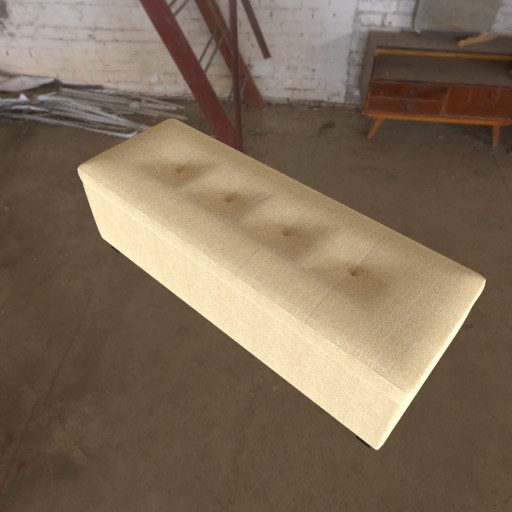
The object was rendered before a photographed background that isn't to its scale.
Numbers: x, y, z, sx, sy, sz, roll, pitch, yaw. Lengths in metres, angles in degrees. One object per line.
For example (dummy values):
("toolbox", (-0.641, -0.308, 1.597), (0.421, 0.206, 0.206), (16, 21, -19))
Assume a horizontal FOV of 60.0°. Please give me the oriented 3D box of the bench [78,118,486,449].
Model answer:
("bench", (0.000, 0.000, 1.425), (1.219, 0.406, 0.432), (33, 55, 27))
